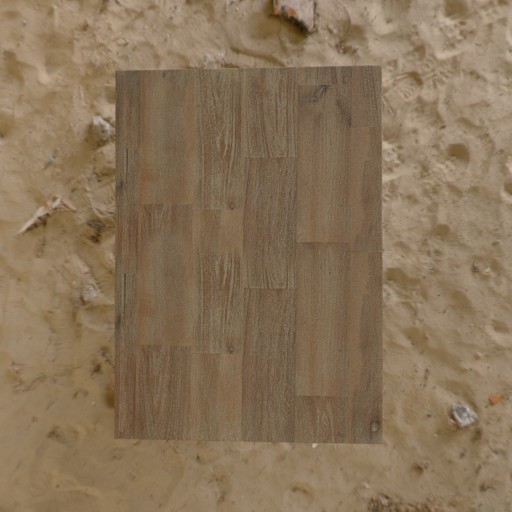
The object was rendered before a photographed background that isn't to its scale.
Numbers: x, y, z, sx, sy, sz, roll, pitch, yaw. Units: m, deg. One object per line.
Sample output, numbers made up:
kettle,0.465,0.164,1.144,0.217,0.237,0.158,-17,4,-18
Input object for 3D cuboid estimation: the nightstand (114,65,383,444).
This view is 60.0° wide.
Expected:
nightstand,0.000,0.000,0.947,0.396,0.589,0.552,0,89,3
